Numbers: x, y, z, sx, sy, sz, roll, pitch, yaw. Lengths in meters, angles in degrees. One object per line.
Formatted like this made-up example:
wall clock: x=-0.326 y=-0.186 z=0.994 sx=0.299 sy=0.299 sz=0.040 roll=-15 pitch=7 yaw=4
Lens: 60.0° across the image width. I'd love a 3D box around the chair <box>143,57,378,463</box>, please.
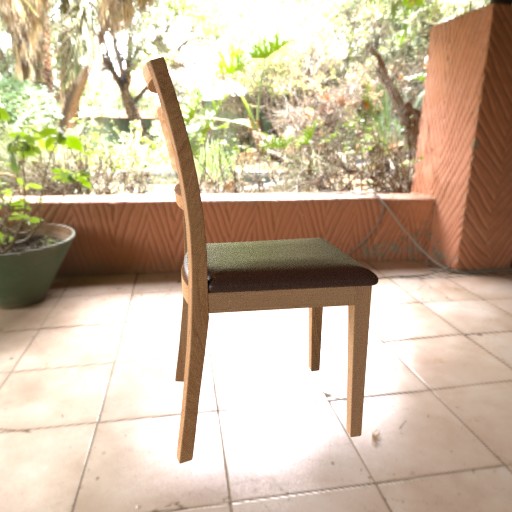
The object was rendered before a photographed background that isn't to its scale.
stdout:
chair: x=0.000 y=0.000 z=1.221 sx=0.545 sy=0.940 sz=0.420 roll=-3 pitch=15 yaw=-10
